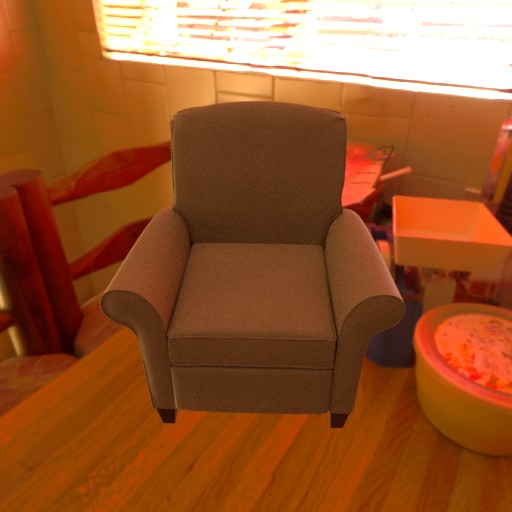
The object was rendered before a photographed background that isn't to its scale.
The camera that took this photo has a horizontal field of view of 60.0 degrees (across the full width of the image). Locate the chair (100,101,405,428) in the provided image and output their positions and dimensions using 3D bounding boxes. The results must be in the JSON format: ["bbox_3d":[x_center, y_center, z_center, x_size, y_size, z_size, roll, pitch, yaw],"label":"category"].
[{"bbox_3d":[0.000,0.000,1.819,0.978,1.061,0.905,1,31,2],"label":"chair"}]
